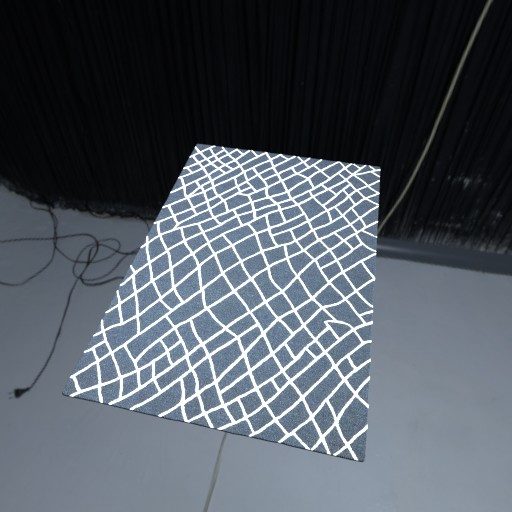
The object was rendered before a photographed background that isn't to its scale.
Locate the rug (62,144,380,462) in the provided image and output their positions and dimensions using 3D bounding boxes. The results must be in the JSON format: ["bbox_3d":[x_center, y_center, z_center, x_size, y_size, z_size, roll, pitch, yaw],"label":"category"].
[{"bbox_3d":[0.000,0.000,2.309,1.223,0.013,1.830,9,48,8],"label":"rug"}]
